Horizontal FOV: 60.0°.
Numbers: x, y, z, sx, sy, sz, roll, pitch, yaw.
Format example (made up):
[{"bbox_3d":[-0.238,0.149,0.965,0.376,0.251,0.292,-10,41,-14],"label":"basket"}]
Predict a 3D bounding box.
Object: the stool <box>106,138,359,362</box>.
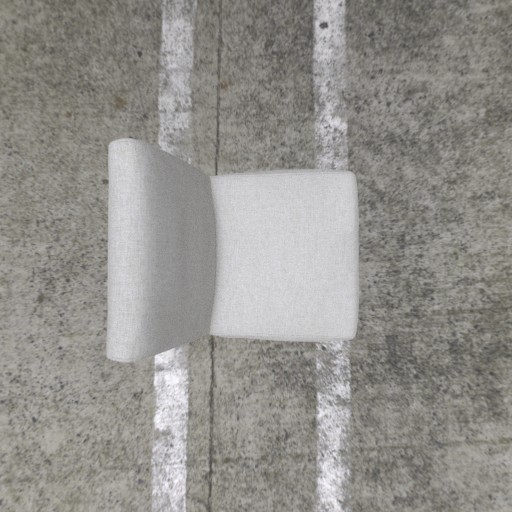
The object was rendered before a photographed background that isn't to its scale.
[{"bbox_3d":[0.000,0.000,1.411,0.606,1.085,0.507,0,89,0],"label":"stool"}]
